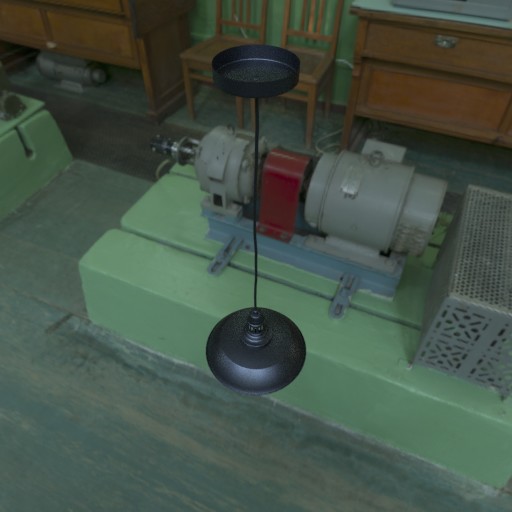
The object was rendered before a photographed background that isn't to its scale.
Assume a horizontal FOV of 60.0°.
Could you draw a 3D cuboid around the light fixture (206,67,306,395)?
[{"bbox_3d":[0.000,0.000,1.141,0.331,0.993,0.331,17,49,15],"label":"light fixture"}]
